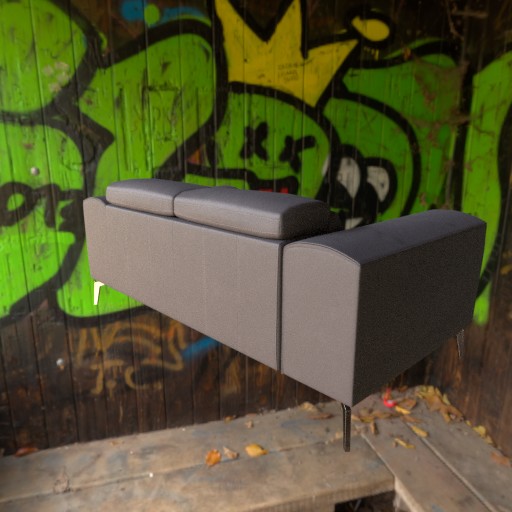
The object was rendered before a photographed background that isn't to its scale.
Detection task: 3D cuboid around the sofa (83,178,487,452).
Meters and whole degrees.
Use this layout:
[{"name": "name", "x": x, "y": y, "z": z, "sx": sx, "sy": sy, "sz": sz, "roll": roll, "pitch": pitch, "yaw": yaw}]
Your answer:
[{"name": "sofa", "x": 0.000, "y": 0.000, "z": 2.285, "sx": 1.003, "sy": 0.779, "sz": 1.895, "roll": -14, "pitch": 20, "yaw": -42}]
